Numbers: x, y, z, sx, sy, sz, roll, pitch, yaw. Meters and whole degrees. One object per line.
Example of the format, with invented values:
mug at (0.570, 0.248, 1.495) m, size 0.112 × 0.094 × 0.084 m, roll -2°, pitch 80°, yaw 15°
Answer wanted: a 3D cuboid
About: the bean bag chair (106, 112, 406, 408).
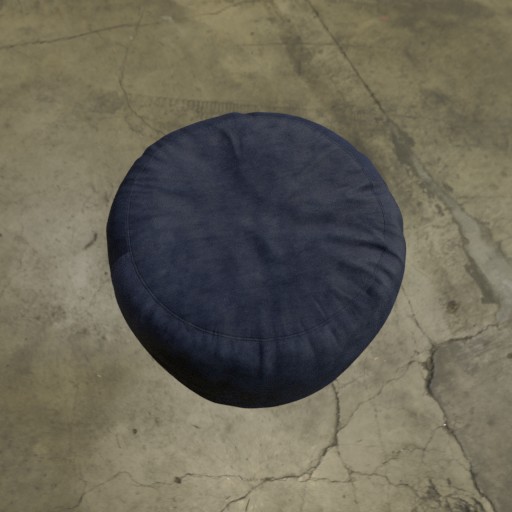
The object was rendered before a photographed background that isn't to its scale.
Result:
bean bag chair at (0.000, 0.000, 1.968) m, size 1.219 × 0.762 × 1.219 m, roll 0°, pitch 62°, yaw 0°
